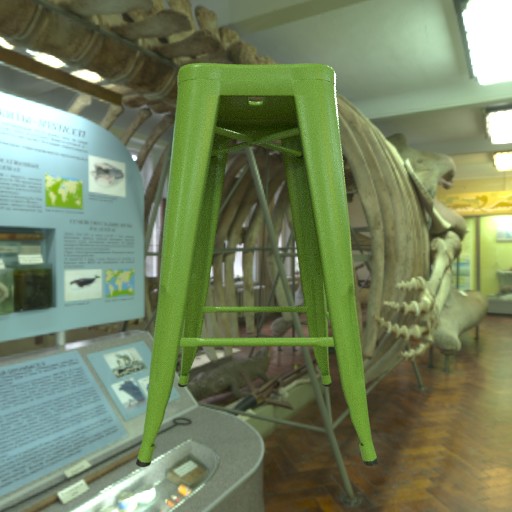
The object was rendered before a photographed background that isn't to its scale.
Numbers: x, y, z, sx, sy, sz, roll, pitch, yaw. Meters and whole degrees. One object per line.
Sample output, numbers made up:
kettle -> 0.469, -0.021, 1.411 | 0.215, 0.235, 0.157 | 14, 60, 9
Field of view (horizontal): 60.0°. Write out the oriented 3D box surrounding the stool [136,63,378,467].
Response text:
stool -> 0.000, 0.000, 0.836 | 0.358, 0.609, 0.398 | 0, 1, 0
